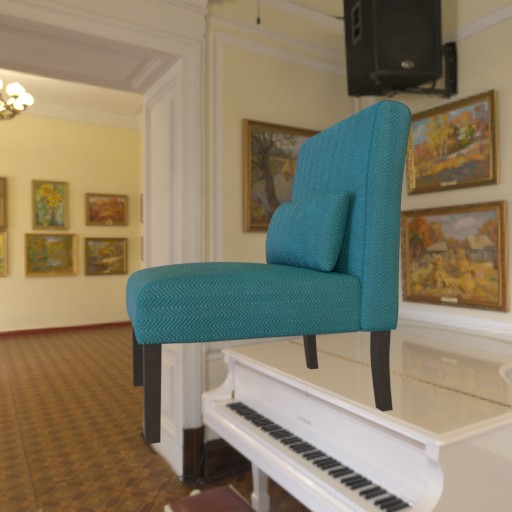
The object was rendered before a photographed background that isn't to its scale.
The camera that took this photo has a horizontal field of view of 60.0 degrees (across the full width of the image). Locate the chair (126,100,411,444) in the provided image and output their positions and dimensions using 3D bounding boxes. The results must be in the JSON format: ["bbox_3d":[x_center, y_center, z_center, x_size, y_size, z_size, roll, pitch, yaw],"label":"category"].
[{"bbox_3d":[0.000,0.000,1.466,0.808,0.927,0.579,0,1,-19],"label":"chair"}]
